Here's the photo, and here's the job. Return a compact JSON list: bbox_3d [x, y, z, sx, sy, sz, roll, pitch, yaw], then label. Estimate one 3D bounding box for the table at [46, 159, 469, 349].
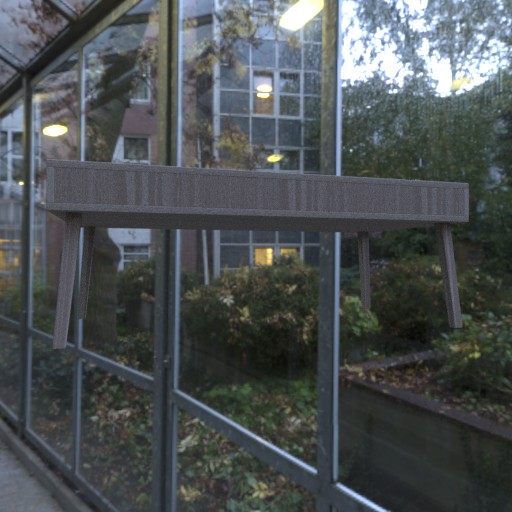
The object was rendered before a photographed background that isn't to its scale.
[{"bbox_3d":[0.000,0.000,1.493,1.200,0.450,0.600,0,0,-16],"label":"table"}]
